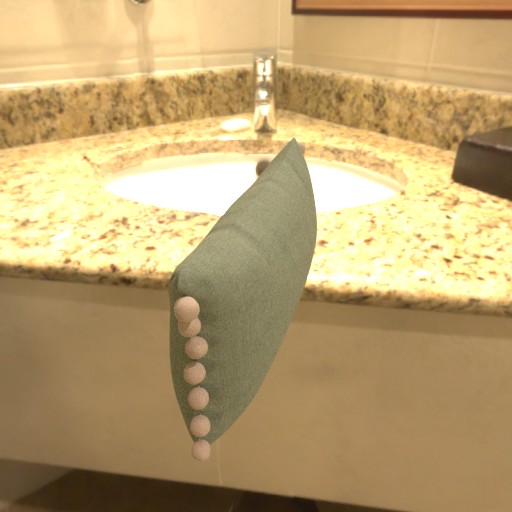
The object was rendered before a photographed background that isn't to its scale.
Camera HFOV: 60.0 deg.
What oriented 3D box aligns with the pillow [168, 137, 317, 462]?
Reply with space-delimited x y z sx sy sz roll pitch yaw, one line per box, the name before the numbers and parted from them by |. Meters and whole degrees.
pillow | 0.000 0.000 0.849 0.201 0.322 0.709 8 31 14
